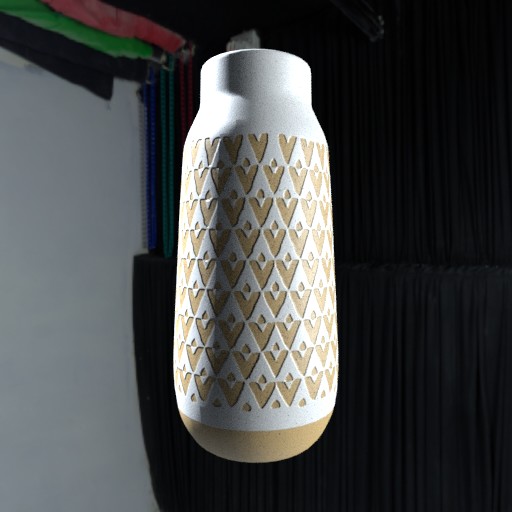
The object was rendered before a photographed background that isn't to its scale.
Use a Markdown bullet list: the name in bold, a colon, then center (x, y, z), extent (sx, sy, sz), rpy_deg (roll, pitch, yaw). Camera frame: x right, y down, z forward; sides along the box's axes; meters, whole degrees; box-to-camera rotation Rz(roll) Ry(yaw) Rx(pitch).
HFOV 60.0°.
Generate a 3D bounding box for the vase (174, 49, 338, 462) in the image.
- **vase**: center (0.000, 0.000, 0.373), extent (0.137, 0.307, 0.137), rpy_deg (0, 2, 0)
